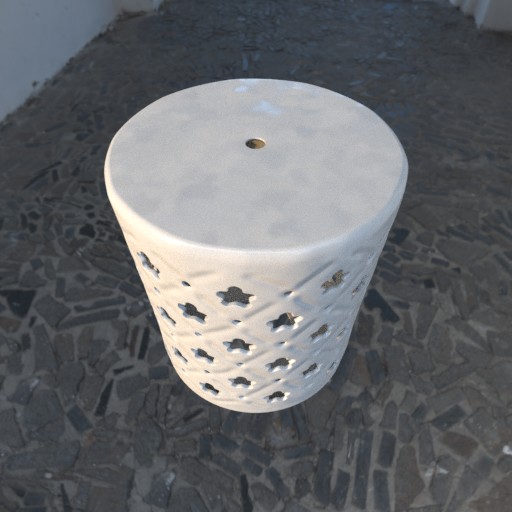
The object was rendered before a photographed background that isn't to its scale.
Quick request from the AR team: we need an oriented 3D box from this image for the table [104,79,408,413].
[{"bbox_3d":[0.000,0.000,0.656,0.352,0.387,0.352,0,47,0],"label":"table"}]
